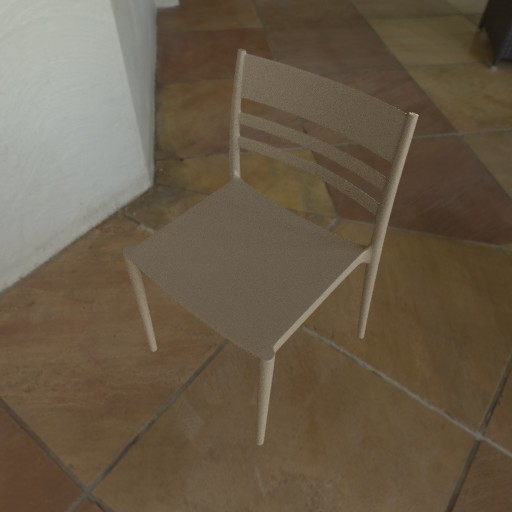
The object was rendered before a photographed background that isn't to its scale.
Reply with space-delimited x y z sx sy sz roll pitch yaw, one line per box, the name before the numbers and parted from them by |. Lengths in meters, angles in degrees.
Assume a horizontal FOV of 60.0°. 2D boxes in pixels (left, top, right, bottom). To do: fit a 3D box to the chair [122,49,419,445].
chair | 0.000 0.000 1.152 0.531 0.800 0.511 32 55 26
